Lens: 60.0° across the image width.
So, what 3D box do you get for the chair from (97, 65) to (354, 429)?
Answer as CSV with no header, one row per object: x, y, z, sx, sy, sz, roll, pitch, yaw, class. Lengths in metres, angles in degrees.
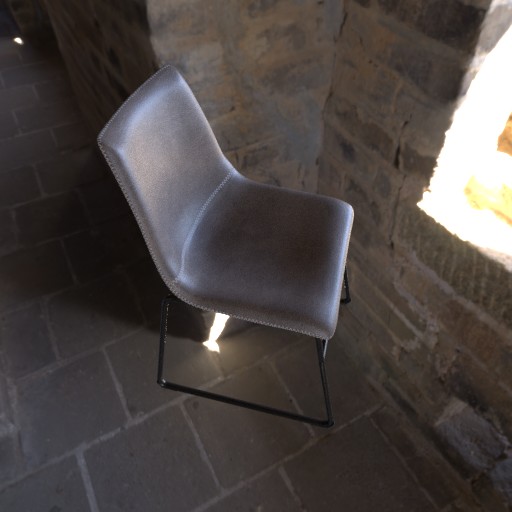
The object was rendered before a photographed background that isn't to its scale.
0.000,0.000,1.126,0.550,0.780,0.460,11,47,10,chair
